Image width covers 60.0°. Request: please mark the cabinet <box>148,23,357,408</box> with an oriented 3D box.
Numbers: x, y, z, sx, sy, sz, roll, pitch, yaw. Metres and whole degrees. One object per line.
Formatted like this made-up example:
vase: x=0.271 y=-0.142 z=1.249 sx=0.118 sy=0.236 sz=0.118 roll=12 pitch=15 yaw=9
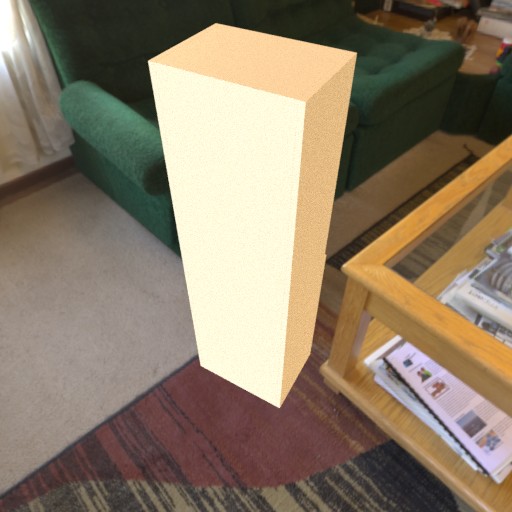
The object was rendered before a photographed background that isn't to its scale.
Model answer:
cabinet: x=0.000 y=0.000 z=1.523 sx=0.400 sy=1.350 sz=0.300 roll=22 pitch=50 yaw=20
